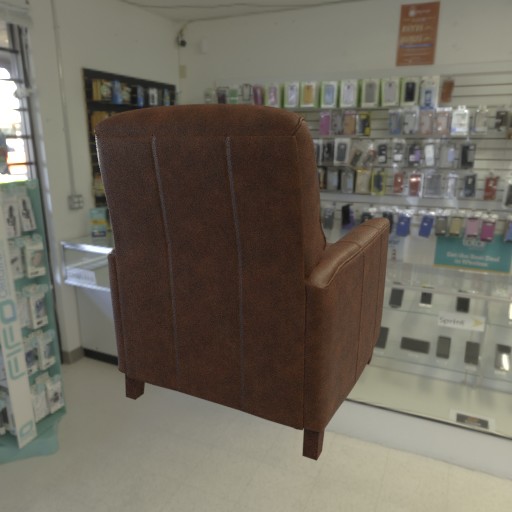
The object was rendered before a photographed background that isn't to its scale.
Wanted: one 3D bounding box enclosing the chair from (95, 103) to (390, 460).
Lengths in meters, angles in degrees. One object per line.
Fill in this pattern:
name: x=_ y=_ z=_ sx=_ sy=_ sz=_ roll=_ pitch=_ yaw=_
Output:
chair: x=0.000 y=0.000 z=1.630 sx=0.839 sy=1.010 sz=0.850 roll=7 pitch=16 yaw=26
